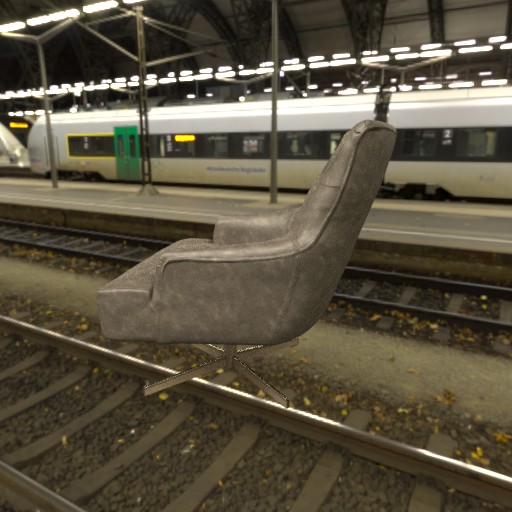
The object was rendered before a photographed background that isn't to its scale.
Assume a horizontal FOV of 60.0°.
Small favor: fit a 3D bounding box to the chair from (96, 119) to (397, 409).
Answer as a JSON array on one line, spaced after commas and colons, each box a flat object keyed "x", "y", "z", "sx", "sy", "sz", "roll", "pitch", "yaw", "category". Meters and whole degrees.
[{"x": 0.000, "y": 0.000, "z": 1.547, "sx": 0.874, "sy": 0.870, "sz": 0.738, "roll": 2, "pitch": 14, "yaw": 9, "category": "chair"}]
